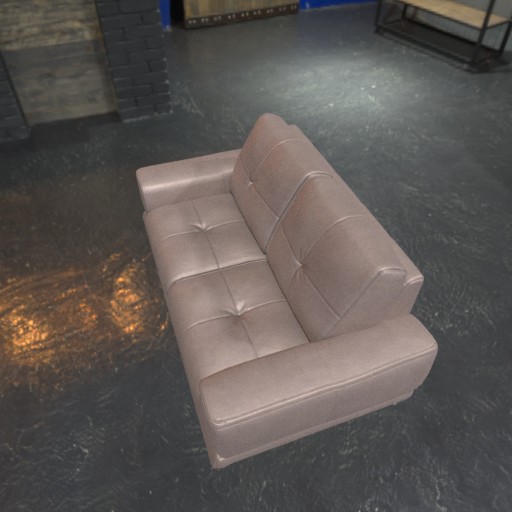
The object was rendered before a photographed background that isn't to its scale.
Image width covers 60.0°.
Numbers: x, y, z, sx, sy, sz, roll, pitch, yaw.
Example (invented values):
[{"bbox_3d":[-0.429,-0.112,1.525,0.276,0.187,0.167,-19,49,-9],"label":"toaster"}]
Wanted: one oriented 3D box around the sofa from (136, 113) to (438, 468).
[{"bbox_3d":[0.000,0.000,2.366,1.018,0.907,1.806,-14,47,-14],"label":"sofa"}]
